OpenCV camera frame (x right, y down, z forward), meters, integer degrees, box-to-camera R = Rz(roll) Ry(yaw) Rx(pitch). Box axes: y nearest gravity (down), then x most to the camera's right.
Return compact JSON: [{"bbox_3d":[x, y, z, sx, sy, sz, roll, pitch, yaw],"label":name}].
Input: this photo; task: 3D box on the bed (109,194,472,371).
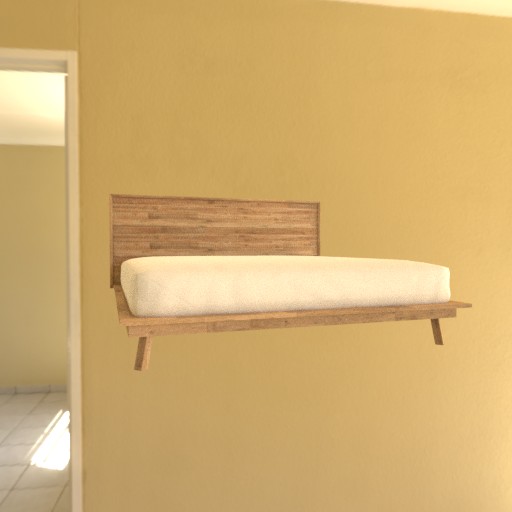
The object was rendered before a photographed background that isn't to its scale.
[{"bbox_3d":[0.000,0.000,3.394,2.116,1.100,2.167,0,1,-18],"label":"bed"}]
